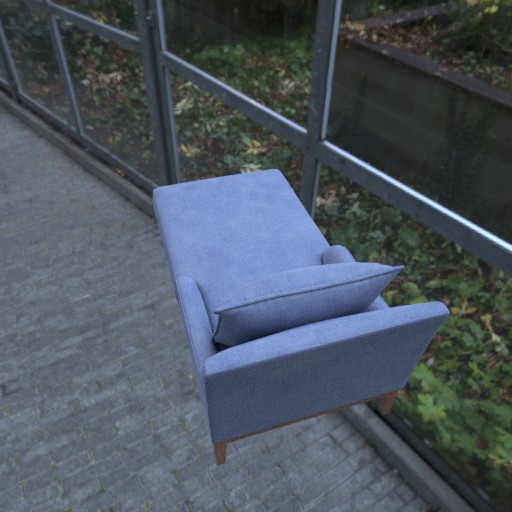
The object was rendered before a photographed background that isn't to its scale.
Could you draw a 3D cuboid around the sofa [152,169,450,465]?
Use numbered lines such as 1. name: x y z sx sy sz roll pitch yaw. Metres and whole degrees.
1. sofa: 0.000 0.000 2.328 0.904 0.883 1.779 -11 43 -13
